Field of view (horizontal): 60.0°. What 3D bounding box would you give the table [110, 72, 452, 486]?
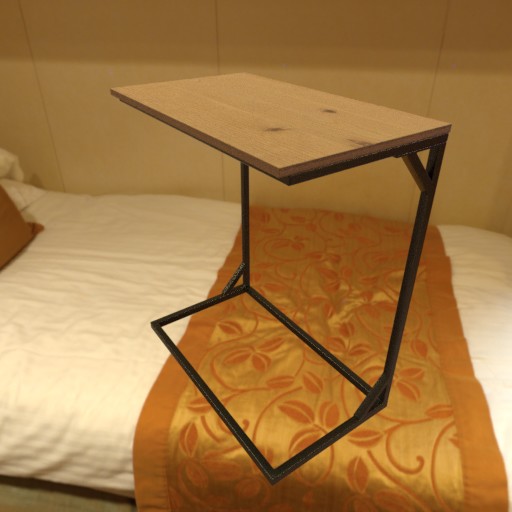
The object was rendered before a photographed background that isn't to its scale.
[{"bbox_3d":[0.000,0.000,1.009,0.351,0.673,0.597,-20,37,-29],"label":"table"}]
